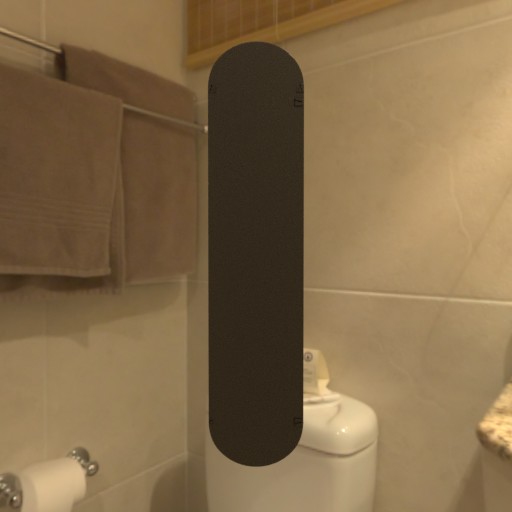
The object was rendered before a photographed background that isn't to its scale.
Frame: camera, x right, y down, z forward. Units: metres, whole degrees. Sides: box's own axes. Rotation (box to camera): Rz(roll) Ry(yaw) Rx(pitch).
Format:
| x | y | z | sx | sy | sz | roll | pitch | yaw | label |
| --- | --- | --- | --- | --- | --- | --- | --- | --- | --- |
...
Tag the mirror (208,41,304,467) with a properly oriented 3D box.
| x | y | z | sx | sy | sz | roll | pitch | yaw | label |
| --- | --- | --- | --- | --- | --- | --- | --- | --- | --- |
| 0.000 | 0.000 | 1.043 | 0.222 | 0.991 | 0.032 | 0 | 1 | 1 | mirror |
